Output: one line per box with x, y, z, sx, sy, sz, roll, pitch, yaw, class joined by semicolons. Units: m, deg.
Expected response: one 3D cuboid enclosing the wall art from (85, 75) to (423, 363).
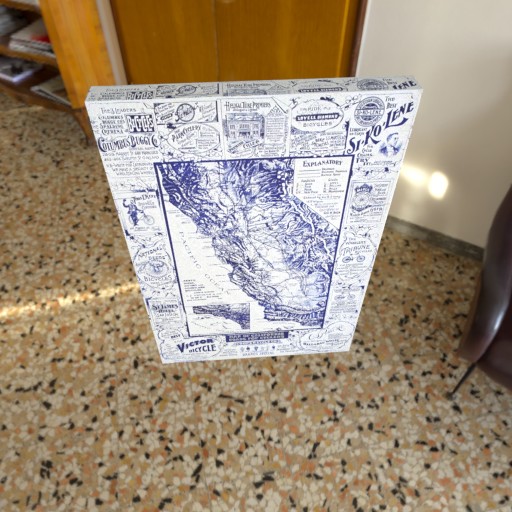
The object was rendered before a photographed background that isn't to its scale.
0.000;0.000;0.762;0.408;0.601;0.040;-3;47;-3;wall art
